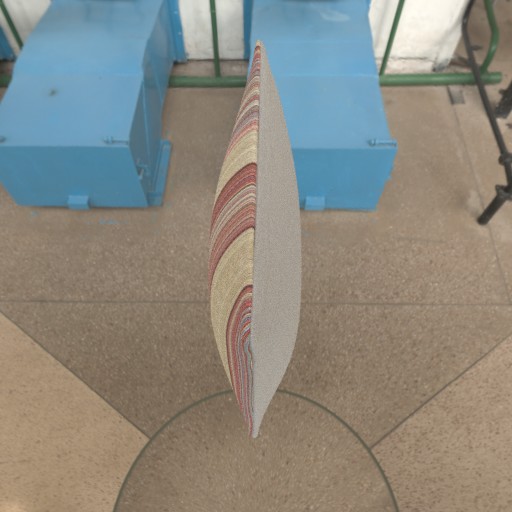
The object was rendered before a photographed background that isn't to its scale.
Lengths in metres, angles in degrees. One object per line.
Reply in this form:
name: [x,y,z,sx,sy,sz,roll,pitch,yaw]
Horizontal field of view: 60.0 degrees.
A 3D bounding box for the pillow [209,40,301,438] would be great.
pillow: [0.000,0.000,0.655,0.136,0.419,0.437,1,58,1]
